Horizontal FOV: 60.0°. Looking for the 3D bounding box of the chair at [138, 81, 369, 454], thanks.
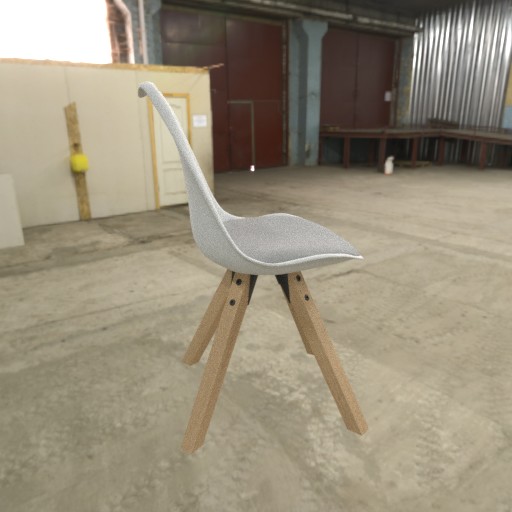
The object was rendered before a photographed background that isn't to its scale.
[{"bbox_3d":[0.000,0.000,1.188,0.550,0.850,0.485,-3,17,-8],"label":"chair"}]
